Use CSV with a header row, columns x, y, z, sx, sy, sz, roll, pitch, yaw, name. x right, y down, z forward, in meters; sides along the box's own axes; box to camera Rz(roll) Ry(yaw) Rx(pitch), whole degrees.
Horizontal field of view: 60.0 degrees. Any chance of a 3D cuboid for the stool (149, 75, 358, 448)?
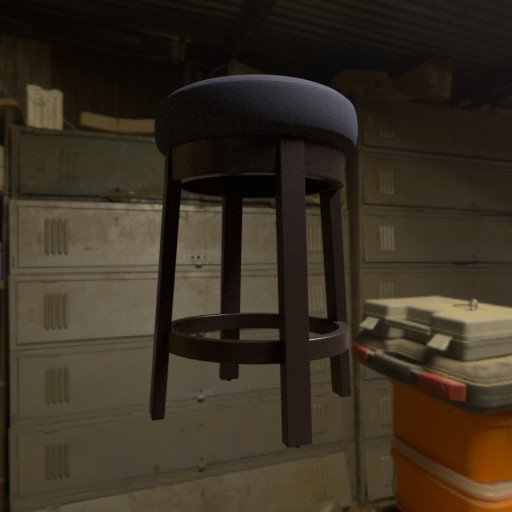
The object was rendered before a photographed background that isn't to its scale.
x,y,z,sx,sy,sz,roll,pitch,yaw,name
0.000,0.000,0.962,0.449,0.655,0.449,0,0,0,stool
